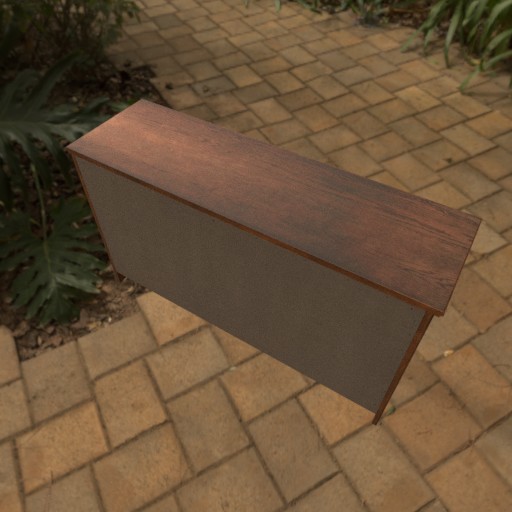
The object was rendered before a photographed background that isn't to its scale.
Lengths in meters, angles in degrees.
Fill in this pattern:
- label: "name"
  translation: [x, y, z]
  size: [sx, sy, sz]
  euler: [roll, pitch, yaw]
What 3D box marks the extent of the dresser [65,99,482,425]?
- label: "dresser"
  translation: [0.000, 0.000, 1.979]
  size: [1.551, 0.856, 0.463]
  euler: [25, 52, 21]
